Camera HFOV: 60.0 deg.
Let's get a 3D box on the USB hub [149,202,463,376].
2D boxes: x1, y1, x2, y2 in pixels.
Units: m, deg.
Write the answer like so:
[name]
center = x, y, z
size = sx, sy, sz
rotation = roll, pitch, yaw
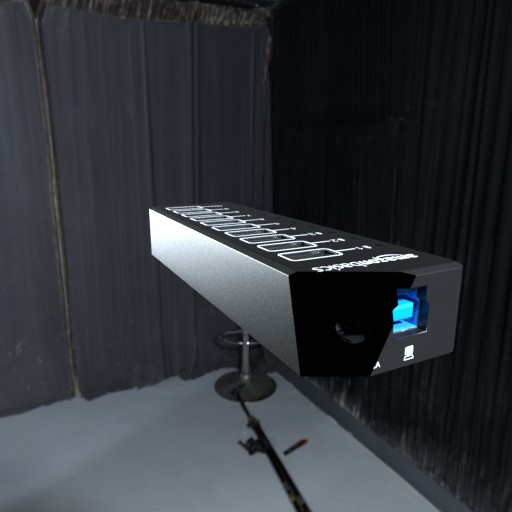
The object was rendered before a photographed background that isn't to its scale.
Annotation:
[USB hub]
center = 0.000, 0.000, 0.164
size = 0.044, 0.023, 0.145
rotation = -7, 15, -26
